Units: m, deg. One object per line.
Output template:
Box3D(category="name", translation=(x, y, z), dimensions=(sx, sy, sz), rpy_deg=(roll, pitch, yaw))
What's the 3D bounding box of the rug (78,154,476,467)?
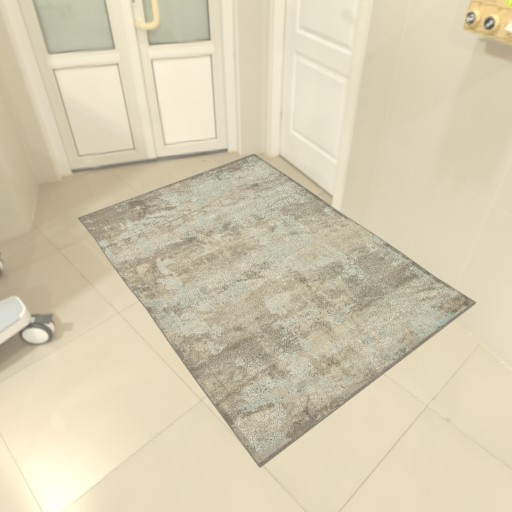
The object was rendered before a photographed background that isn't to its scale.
Box3D(category="rug", translation=(0.000, 0.000, 4.357), dimensions=(2.393, 0.013, 3.307), rpy_deg=(-26, 48, -26))
